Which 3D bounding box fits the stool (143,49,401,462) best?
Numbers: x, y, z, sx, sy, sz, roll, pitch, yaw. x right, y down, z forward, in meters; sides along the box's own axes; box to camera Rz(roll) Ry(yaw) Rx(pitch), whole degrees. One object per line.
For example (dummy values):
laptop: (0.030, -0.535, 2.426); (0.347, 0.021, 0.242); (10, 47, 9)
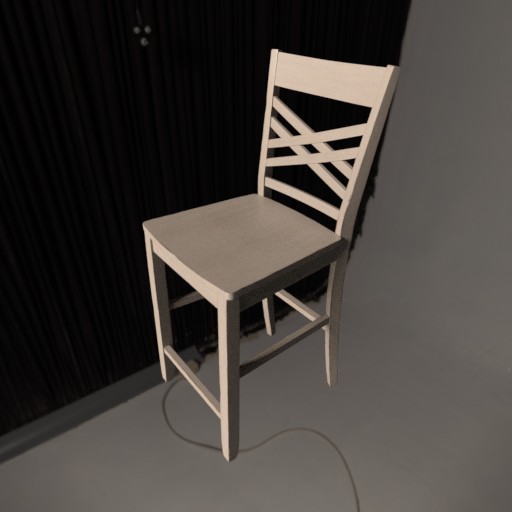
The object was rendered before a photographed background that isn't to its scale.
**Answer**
stool: (0.000, 0.000, 1.344); (0.539, 1.079, 0.462); (-21, 37, -31)
